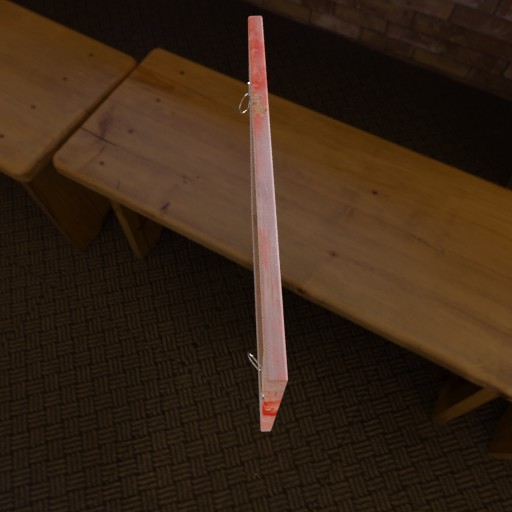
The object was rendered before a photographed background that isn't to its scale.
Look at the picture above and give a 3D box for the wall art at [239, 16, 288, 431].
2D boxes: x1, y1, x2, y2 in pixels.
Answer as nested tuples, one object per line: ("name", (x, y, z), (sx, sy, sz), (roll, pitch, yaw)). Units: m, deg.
("wall art", (0.000, 0.000, 1.283), (0.066, 0.878, 0.878), (-2, 64, -1))
